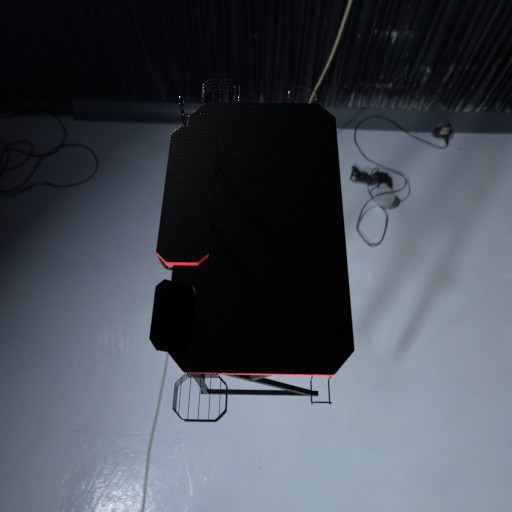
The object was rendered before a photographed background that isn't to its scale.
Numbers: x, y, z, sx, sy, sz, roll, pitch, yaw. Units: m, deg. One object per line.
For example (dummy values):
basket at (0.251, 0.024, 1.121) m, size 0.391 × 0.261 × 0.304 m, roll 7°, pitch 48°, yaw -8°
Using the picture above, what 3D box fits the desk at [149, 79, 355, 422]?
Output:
desk at (0.000, 0.000, 1.746) m, size 0.588 × 0.913 × 1.280 m, roll 1°, pitch 64°, yaw 0°
